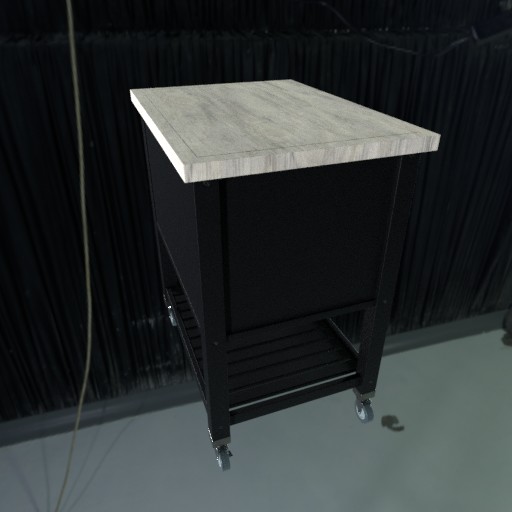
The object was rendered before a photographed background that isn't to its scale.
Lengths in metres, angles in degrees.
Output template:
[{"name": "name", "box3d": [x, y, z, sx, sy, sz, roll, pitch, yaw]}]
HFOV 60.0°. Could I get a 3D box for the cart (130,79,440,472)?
[{"name": "cart", "box3d": [0.000, 0.000, 1.423, 0.567, 0.920, 0.797, -11, 32, -18]}]
